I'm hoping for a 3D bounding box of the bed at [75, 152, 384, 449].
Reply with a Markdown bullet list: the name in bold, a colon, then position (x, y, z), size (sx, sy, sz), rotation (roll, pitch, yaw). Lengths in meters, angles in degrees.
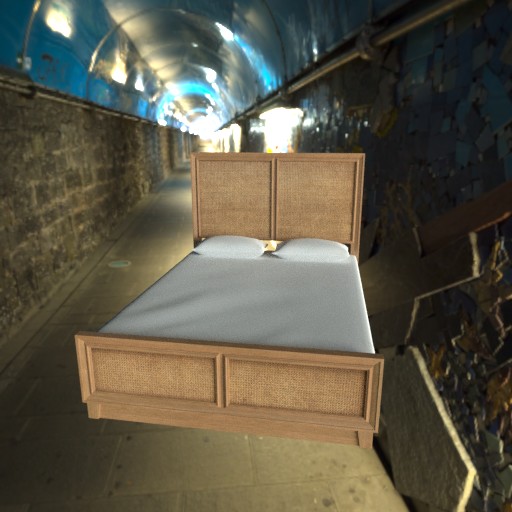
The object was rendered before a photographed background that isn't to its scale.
- **bed**: position (0.000, 0.000, 3.238), size (1.606, 1.387, 2.184), rotation (3, 16, 9)
